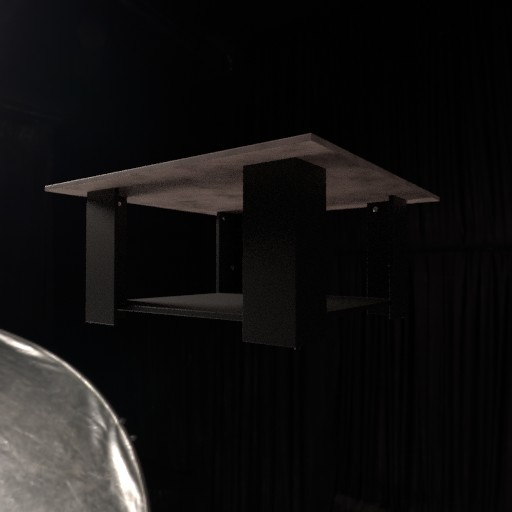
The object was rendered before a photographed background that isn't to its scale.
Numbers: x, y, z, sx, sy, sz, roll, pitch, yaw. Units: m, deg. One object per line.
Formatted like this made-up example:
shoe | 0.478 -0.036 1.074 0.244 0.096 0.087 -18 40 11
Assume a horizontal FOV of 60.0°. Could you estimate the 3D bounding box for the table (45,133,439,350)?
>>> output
table | 0.000 0.000 1.053 0.670 0.305 0.670 -1 -2 36
